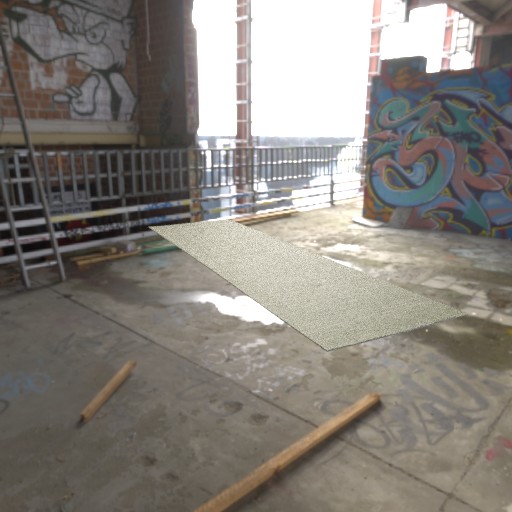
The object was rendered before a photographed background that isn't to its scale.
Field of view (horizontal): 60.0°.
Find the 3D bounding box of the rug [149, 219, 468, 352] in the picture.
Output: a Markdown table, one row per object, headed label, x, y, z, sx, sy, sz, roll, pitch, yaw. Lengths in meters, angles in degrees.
| label | x | y | z | sx | sy | sz | roll | pitch | yaw |
| --- | --- | --- | --- | --- | --- | --- | --- | --- | --- |
| rug | 0.000 | 0.000 | 2.594 | 0.686 | 0.013 | 2.340 | -8 | 17 | -26 |
